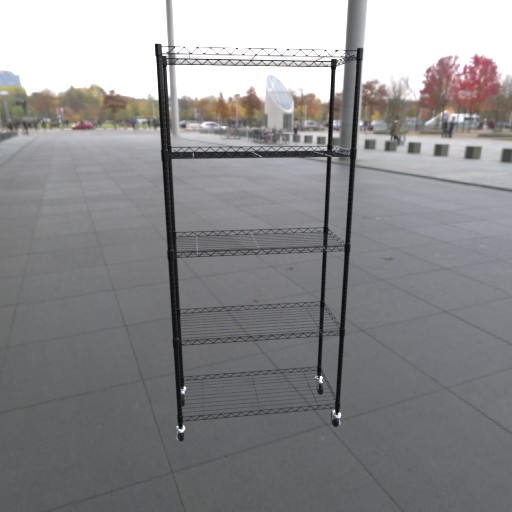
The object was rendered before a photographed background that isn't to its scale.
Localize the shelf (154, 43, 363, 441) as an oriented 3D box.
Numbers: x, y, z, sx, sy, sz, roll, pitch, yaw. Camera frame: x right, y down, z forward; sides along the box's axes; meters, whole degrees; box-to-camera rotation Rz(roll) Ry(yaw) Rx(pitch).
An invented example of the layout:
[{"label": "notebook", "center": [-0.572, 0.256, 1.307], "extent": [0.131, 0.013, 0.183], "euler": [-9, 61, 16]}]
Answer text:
[{"label": "shelf", "center": [0.000, 0.000, 1.953], "extent": [0.762, 1.645, 0.356], "euler": [-2, 17, -8]}]
